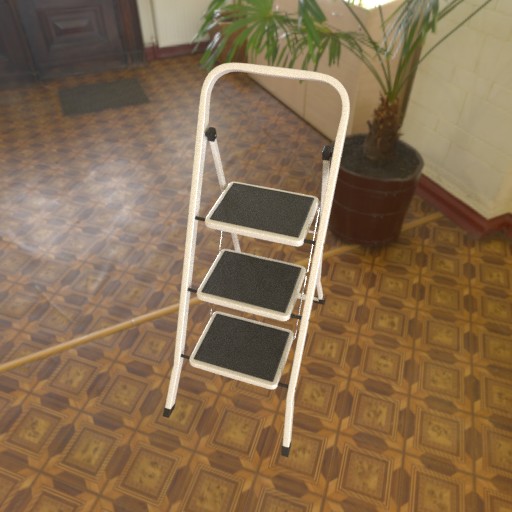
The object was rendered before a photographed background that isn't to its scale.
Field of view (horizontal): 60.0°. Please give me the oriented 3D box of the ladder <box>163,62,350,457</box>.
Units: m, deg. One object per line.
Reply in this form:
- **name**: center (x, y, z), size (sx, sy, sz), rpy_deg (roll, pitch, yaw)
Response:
- **ladder**: center (0.000, 0.000, 1.404), size (0.460, 1.050, 0.711), rpy_deg (13, 44, 13)
